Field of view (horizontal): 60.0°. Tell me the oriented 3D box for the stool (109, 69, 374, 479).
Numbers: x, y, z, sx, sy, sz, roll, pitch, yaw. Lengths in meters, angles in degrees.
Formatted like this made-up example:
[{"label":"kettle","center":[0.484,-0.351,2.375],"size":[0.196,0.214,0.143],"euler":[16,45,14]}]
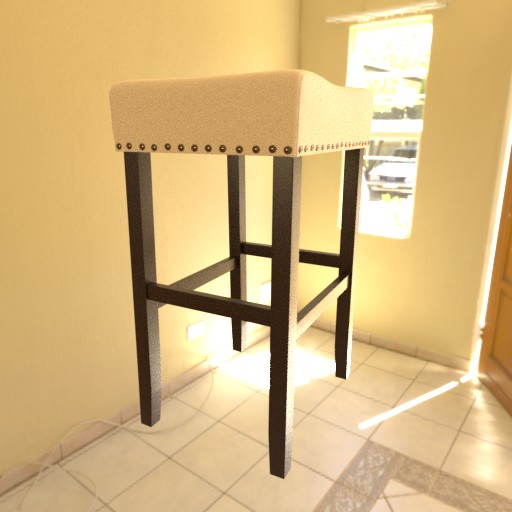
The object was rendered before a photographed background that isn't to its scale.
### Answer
[{"label":"stool","center":[0.000,0.000,1.050],"size":[0.401,0.762,0.471],"euler":[8,18,27]}]
